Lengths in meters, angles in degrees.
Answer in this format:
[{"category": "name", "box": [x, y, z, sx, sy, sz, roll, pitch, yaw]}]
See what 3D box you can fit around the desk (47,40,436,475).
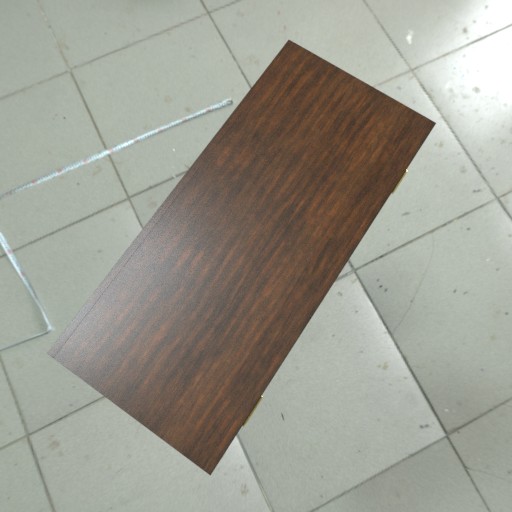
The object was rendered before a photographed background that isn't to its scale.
[{"category": "desk", "box": [0.000, 0.000, 2.048, 0.724, 0.762, 1.575, 33, 78, 8]}]
